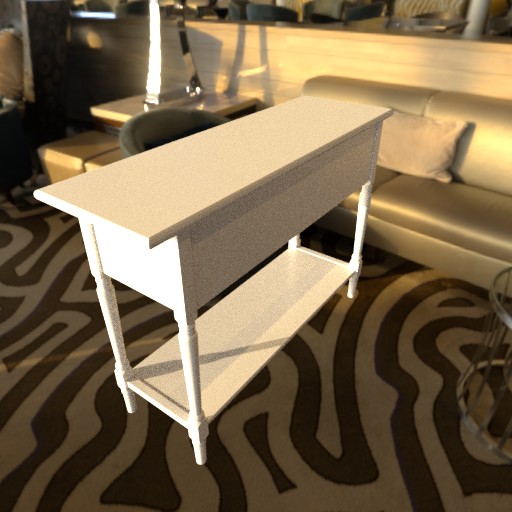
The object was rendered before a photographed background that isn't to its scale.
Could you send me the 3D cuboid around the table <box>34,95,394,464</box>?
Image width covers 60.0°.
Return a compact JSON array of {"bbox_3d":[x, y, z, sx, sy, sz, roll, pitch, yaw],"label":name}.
[{"bbox_3d":[0.000,0.000,1.532,0.386,0.814,1.191,21,38,30],"label":"table"}]
